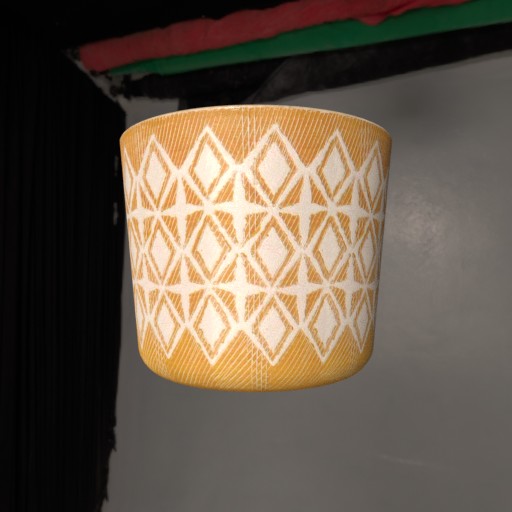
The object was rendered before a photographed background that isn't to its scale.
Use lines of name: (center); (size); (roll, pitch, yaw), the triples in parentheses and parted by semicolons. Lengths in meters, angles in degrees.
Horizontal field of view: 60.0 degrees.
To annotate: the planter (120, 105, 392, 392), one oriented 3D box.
planter: (0.000, 0.000, 0.215); (0.126, 0.104, 0.126); (0, 0, 0)
